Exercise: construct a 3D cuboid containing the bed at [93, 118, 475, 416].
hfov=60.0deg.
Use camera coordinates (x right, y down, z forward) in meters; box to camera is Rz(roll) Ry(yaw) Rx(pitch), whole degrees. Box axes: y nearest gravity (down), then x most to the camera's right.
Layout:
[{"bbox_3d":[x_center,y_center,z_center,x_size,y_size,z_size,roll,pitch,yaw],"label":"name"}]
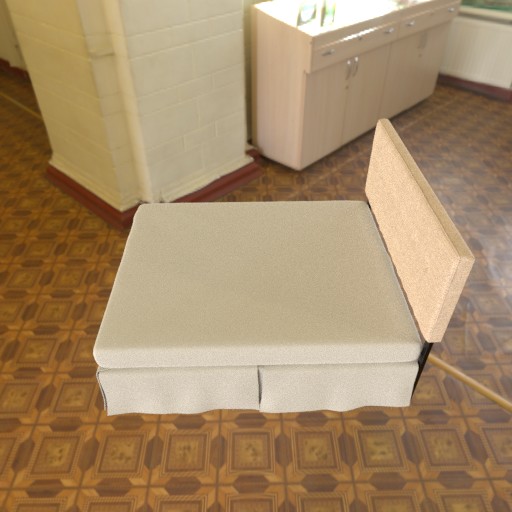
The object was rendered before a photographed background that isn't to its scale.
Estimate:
[{"bbox_3d":[0.000,0.000,3.023,1.978,1.270,1.643,-1,40,-1],"label":"bed"}]
